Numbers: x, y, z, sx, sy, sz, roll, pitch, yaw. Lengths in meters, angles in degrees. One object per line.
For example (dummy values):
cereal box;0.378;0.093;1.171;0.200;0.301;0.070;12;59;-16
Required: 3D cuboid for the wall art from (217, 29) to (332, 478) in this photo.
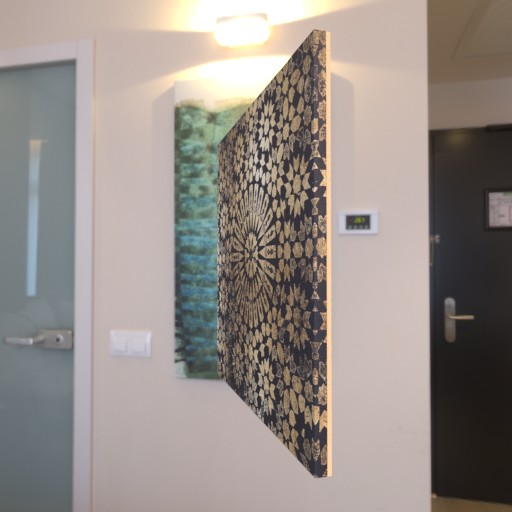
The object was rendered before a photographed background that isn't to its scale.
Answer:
wall art;0.000;0.000;1.339;0.038;0.914;0.914;0;-1;-17
